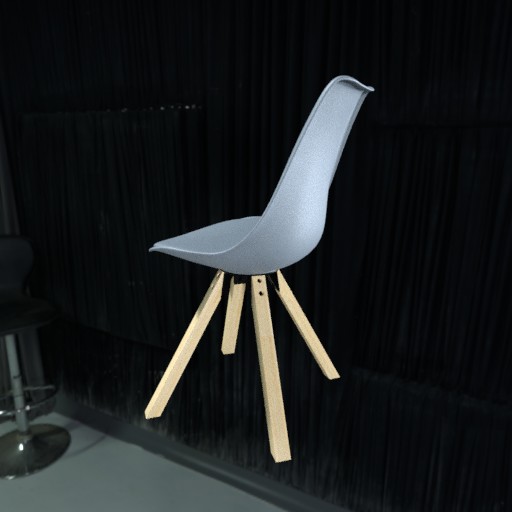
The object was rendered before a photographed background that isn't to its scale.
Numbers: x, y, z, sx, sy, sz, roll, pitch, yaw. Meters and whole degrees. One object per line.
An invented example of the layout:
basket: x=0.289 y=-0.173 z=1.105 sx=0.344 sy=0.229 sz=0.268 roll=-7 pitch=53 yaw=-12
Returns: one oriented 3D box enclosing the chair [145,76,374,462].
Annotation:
chair: x=0.000 y=0.000 z=1.189 sx=0.549 sy=0.850 sz=0.485 roll=7 pitch=16 yaw=25
